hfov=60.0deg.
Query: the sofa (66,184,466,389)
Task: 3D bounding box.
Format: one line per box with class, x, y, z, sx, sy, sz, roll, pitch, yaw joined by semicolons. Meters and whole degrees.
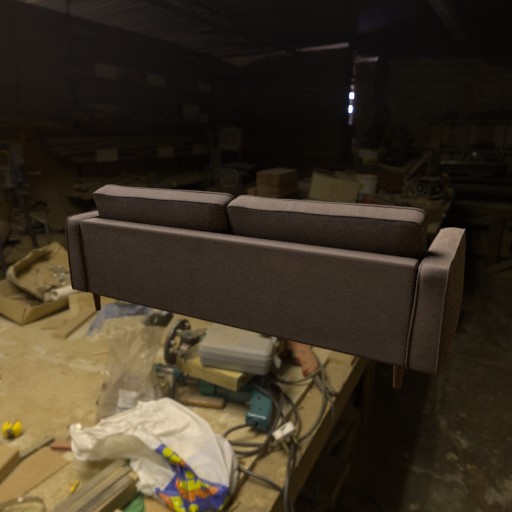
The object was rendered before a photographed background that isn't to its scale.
sofa;0.000;0.000;2.688;2.295;0.813;0.923;8;18;27
